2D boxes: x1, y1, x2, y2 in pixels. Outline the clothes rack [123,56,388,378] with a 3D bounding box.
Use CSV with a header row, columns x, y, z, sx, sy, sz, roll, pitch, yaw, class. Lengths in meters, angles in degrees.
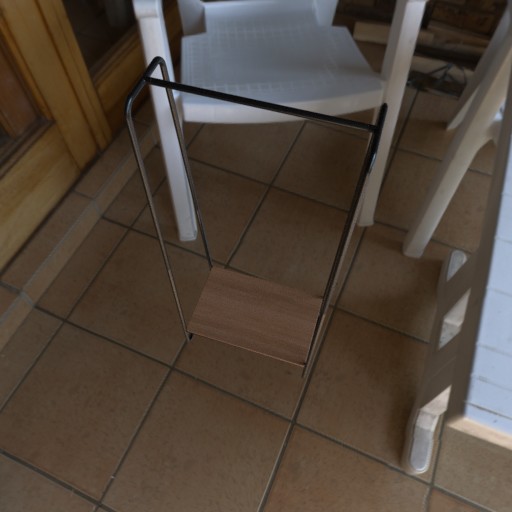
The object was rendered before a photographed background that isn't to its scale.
x,y,z,sx,sy,sz,roll,pitch,yaw,class
0.000,0.000,1.747,0.640,1.500,0.400,15,60,9,clothes rack
